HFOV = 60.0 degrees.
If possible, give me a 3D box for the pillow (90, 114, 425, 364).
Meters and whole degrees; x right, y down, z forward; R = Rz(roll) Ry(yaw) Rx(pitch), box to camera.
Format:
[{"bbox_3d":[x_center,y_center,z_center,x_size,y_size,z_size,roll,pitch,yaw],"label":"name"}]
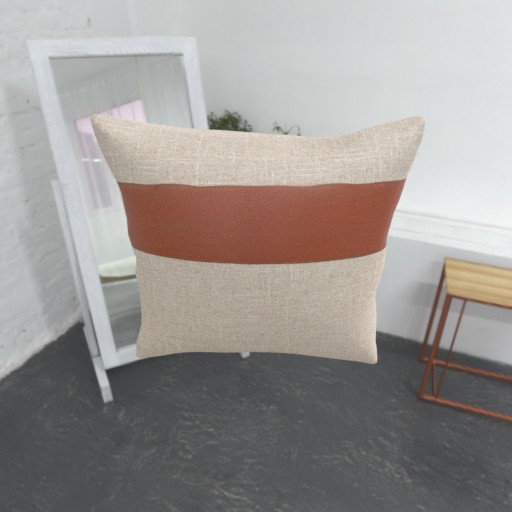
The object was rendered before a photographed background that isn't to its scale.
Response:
[{"bbox_3d":[0.000,0.000,0.645,0.414,0.399,0.173,1,30,2],"label":"pillow"}]
